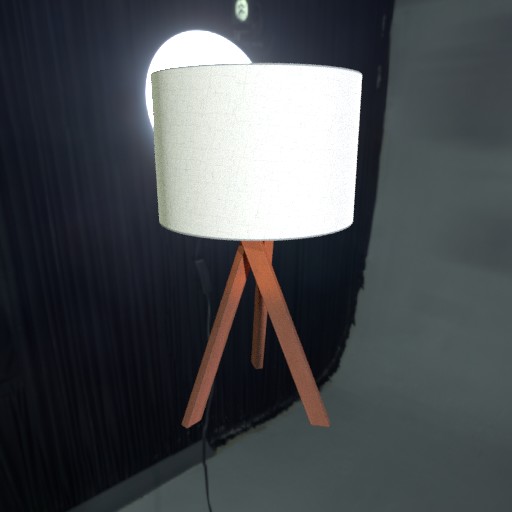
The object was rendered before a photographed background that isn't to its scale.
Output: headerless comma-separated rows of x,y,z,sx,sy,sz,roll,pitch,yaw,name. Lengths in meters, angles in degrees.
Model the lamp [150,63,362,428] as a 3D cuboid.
0.000,0.000,0.911,0.380,0.686,0.380,16,23,43,lamp
